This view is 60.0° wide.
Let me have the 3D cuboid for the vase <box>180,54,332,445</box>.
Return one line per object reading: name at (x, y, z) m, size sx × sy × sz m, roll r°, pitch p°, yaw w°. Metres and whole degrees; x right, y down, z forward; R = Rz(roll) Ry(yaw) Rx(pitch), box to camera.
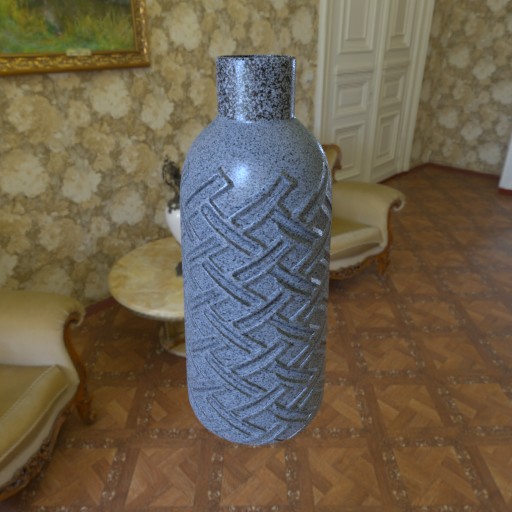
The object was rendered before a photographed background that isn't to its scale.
vase at (0.000, 0.000, 0.343) m, size 0.122 × 0.282 × 0.122 m, roll 0°, pitch 26°, yaw 0°
